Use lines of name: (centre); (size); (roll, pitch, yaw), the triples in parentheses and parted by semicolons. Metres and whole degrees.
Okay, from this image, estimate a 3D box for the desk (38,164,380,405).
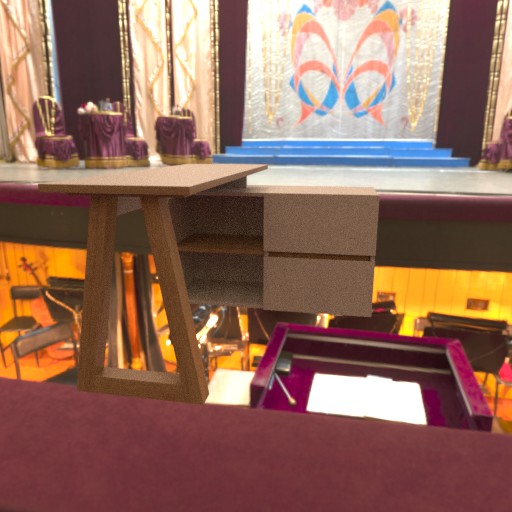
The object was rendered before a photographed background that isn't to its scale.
desk: (0.000, 0.000, 2.022); (1.098, 0.755, 1.404); (3, 14, 10)
